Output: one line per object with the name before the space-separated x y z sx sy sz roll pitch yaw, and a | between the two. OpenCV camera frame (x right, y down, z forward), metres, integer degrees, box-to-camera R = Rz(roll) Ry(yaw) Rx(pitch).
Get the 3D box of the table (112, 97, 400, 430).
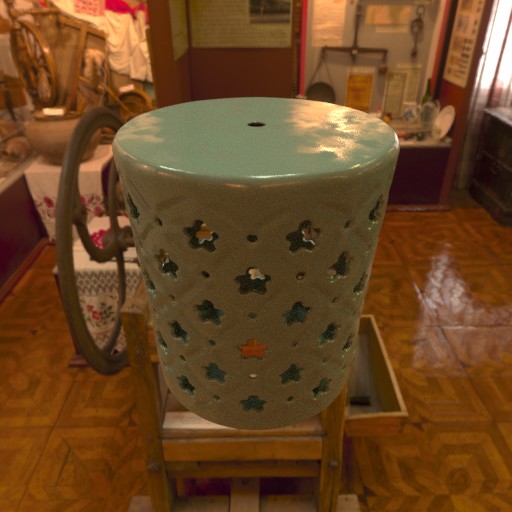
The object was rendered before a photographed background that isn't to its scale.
table | 0.000 0.000 0.655 0.352 0.387 0.352 0 31 0
